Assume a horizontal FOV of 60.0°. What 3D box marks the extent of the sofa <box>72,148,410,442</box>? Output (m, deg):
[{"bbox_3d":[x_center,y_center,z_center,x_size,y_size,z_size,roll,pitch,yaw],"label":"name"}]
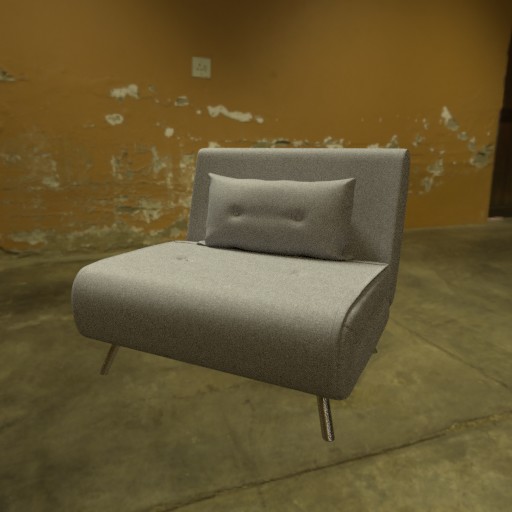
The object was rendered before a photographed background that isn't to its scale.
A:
[{"bbox_3d":[0.000,0.000,1.758,1.020,0.825,1.000,7,16,25],"label":"sofa"}]
